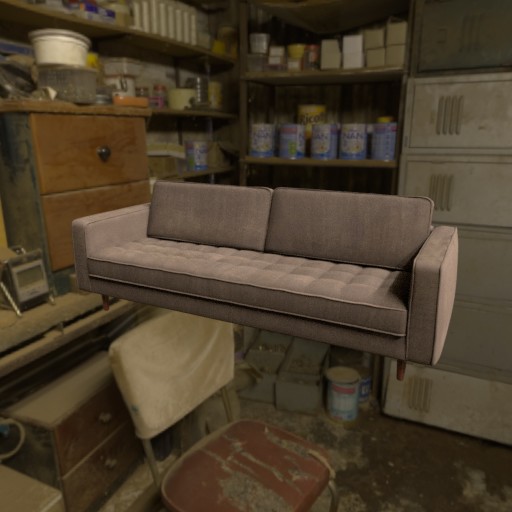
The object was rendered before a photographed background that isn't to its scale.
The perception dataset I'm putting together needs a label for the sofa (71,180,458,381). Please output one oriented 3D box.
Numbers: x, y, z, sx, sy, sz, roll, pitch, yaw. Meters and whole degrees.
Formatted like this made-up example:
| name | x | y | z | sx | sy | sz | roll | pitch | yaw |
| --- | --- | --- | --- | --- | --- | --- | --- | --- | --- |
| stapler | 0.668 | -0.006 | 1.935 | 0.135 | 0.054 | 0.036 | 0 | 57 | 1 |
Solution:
| name | x | y | z | sx | sy | sz | roll | pitch | yaw |
| --- | --- | --- | --- | --- | --- | --- | --- | --- | --- |
| sofa | 0.000 | 0.000 | 2.781 | 2.295 | 0.813 | 0.923 | 8 | 17 | 26 |
